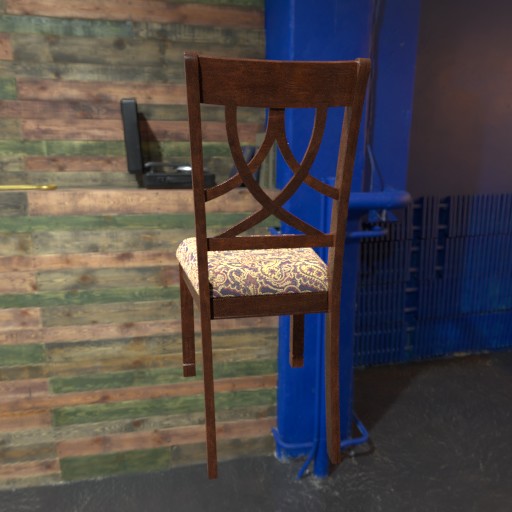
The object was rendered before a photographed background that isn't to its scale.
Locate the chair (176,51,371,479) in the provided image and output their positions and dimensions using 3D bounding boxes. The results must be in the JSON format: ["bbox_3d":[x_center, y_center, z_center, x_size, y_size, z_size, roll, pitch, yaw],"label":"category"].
[{"bbox_3d":[0.000,0.000,1.275,0.457,0.965,0.584,-2,13,-10],"label":"chair"}]
